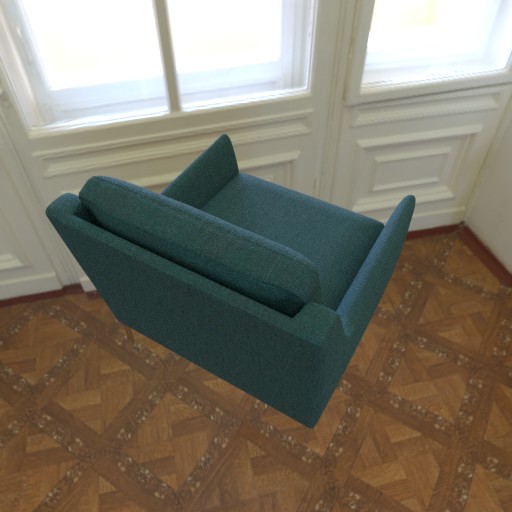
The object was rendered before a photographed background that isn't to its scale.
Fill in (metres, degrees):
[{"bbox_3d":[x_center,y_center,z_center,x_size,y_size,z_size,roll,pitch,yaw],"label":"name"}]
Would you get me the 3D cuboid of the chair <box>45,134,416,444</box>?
[{"bbox_3d":[0.000,0.000,1.526,0.847,0.828,0.849,23,51,21],"label":"chair"}]
